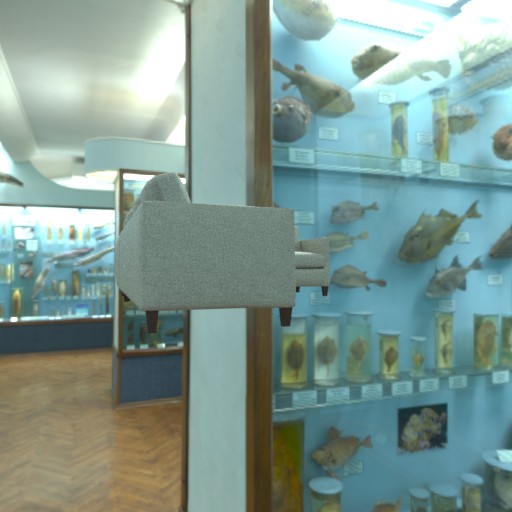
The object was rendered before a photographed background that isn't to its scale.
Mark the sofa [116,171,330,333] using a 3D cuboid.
[{"bbox_3d":[0.000,0.000,4.341,2.522,0.934,3.333,0,-1,-20],"label":"sofa"}]
